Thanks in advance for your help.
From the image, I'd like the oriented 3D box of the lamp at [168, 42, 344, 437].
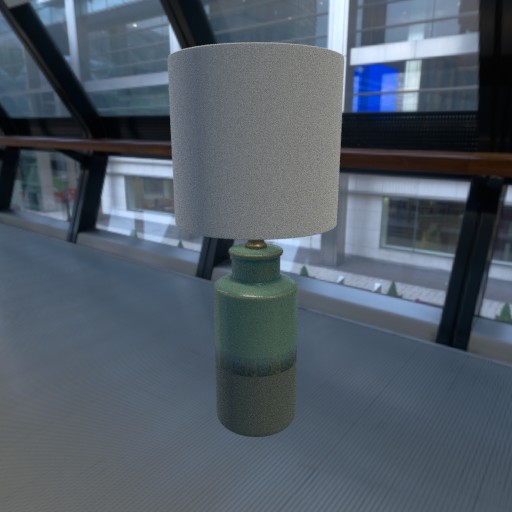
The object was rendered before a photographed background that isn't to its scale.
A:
[{"bbox_3d":[0.000,0.000,0.603,0.212,0.493,0.212,-2,15,-9],"label":"lamp"}]
